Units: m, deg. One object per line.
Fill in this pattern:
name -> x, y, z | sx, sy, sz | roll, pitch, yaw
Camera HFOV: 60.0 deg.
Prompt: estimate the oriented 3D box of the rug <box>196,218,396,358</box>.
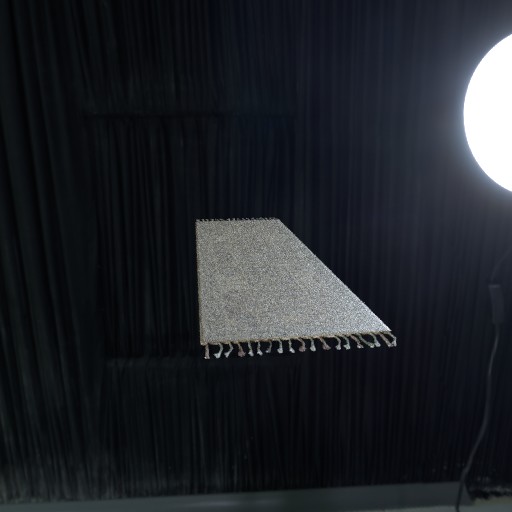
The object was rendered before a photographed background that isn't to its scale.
rug -> 0.000, 0.000, 2.896 | 0.762, 0.011, 2.664 | -2, 16, -8
